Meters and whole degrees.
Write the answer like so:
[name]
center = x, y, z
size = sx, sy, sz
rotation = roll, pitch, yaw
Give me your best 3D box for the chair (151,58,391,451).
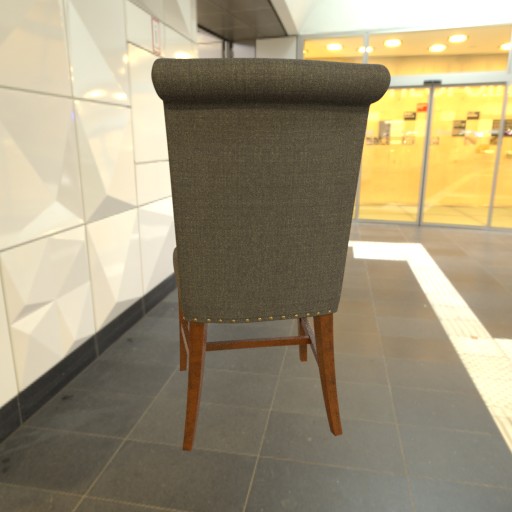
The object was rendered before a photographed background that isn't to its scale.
[chair]
center = 0.000, 0.000, 1.304
size = 0.513, 0.988, 0.608
rotation = -2, 15, -9
